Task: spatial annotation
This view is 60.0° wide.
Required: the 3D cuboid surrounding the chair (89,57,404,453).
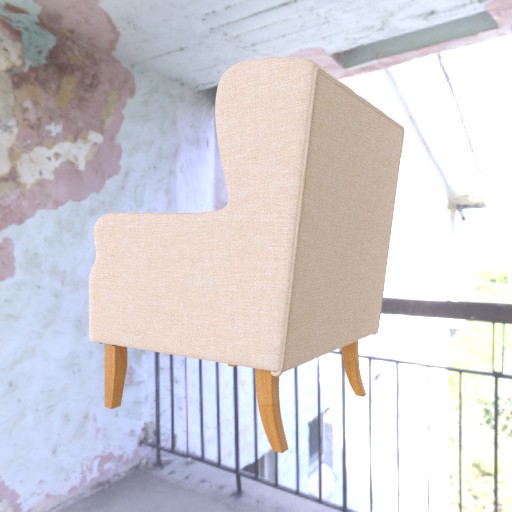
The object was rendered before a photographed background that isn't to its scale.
[{"bbox_3d":[0.000,0.000,1.421,0.760,0.930,0.710,0,1,36],"label":"chair"}]
